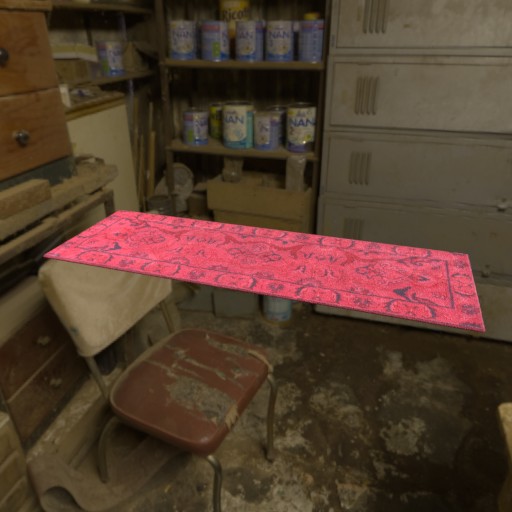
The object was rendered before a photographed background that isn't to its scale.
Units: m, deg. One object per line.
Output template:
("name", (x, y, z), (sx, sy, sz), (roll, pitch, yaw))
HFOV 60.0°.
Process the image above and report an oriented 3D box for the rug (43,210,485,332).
("rug", (0.000, 0.000, 2.679), (2.439, 0.018, 0.813), (8, 28, 16))
